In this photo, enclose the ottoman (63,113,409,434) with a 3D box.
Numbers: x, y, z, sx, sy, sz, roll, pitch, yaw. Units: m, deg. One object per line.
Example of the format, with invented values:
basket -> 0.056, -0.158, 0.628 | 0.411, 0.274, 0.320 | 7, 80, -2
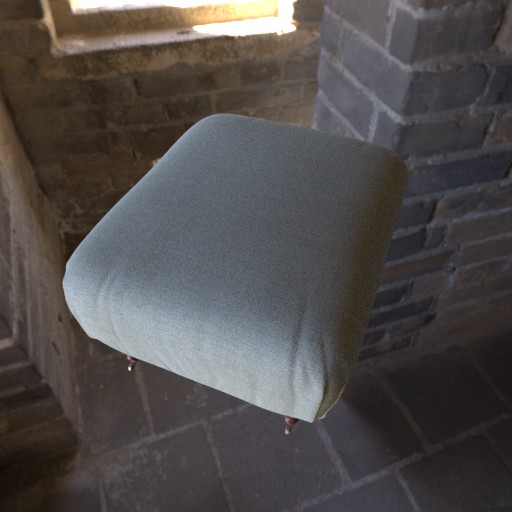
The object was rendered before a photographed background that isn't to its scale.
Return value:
ottoman -> 0.000, 0.000, 1.140 | 0.622, 0.450, 0.747 | 17, 49, 15
